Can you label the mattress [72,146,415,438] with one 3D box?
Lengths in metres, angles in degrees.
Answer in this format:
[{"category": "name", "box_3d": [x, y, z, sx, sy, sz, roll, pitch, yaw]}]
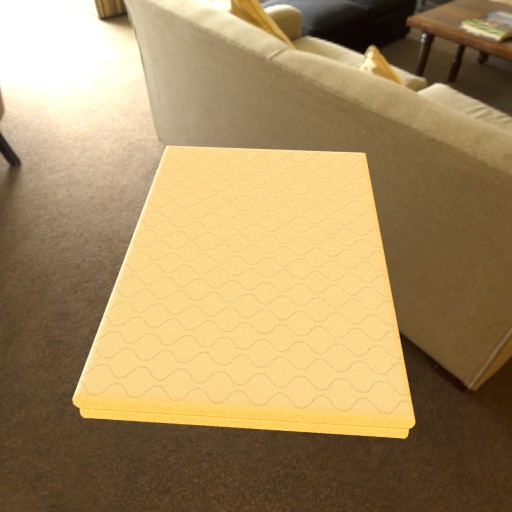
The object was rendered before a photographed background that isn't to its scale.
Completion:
[{"category": "mattress", "box_3d": [0.000, 0.000, 2.501, 1.400, 0.200, 1.900, 3, 46, 3]}]
